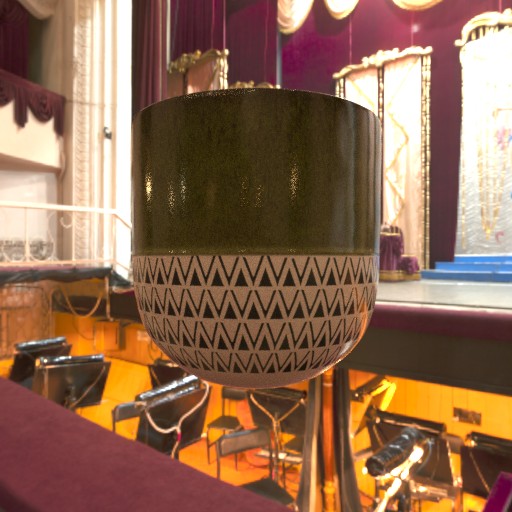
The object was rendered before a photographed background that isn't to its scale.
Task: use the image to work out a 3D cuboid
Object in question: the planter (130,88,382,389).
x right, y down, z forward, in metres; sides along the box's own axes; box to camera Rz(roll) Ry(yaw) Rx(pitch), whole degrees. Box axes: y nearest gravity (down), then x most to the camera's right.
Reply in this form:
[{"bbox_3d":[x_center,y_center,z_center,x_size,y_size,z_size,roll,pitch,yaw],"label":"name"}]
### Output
[{"bbox_3d":[0.000,0.000,0.488,0.266,0.270,0.266,0,0,0],"label":"planter"}]
